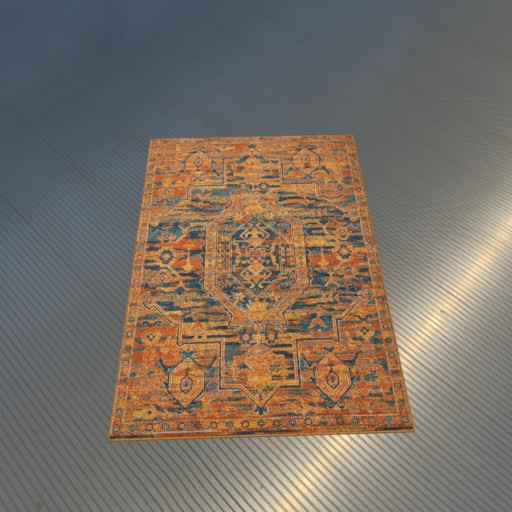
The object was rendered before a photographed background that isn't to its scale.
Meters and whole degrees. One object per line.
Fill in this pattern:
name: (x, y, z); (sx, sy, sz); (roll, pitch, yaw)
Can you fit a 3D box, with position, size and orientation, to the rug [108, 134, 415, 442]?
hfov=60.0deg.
rug: (0.000, 0.000, 2.871); (1.588, 0.024, 2.204); (-1, 58, -1)
